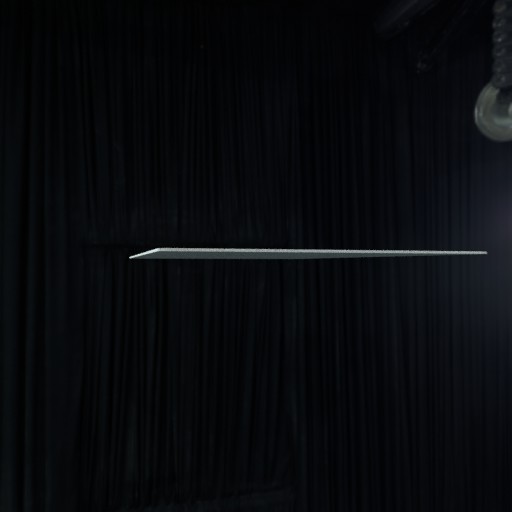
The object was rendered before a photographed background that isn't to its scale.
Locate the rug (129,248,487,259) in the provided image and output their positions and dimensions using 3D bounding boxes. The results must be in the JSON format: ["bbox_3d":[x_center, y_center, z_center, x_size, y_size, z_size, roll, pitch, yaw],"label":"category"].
[{"bbox_3d":[0.000,0.000,2.217,1.143,0.008,1.753,0,-1,-18],"label":"rug"}]
